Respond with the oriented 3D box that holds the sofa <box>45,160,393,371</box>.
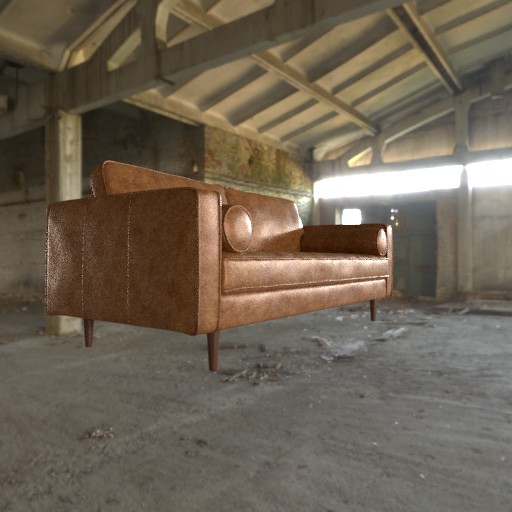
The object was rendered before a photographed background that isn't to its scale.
[{"bbox_3d":[0.000,0.000,2.425,0.924,0.825,1.920,0,-1,35],"label":"sofa"}]
